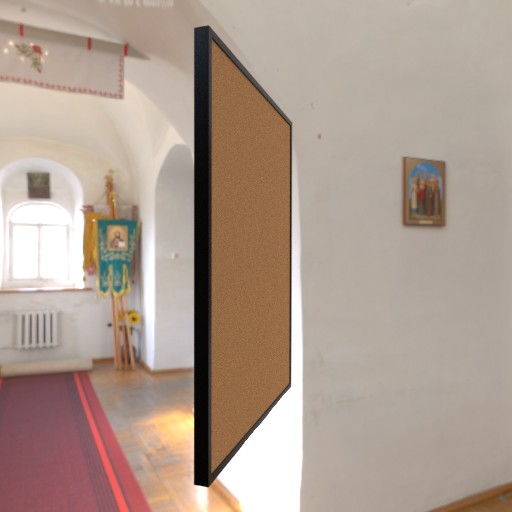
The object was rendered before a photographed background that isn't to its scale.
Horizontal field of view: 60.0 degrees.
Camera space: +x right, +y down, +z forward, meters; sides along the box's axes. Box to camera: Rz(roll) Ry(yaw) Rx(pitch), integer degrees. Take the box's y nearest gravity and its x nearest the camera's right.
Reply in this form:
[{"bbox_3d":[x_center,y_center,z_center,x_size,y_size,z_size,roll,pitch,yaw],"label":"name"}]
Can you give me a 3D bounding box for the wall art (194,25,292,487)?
[{"bbox_3d":[0.000,0.000,1.406,0.040,1.062,0.805,0,1,18],"label":"wall art"}]
